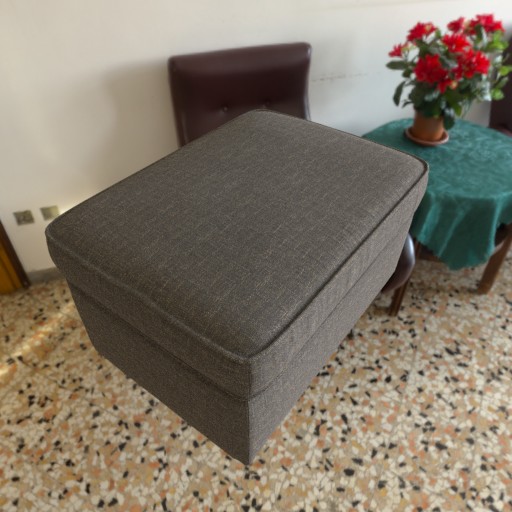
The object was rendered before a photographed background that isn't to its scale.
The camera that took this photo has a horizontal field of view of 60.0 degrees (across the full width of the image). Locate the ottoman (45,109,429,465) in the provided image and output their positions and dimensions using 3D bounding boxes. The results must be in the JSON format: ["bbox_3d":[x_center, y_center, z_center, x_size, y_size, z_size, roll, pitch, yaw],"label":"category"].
[{"bbox_3d":[0.000,0.000,1.086,0.549,0.450,0.749,27,48,27],"label":"ottoman"}]
